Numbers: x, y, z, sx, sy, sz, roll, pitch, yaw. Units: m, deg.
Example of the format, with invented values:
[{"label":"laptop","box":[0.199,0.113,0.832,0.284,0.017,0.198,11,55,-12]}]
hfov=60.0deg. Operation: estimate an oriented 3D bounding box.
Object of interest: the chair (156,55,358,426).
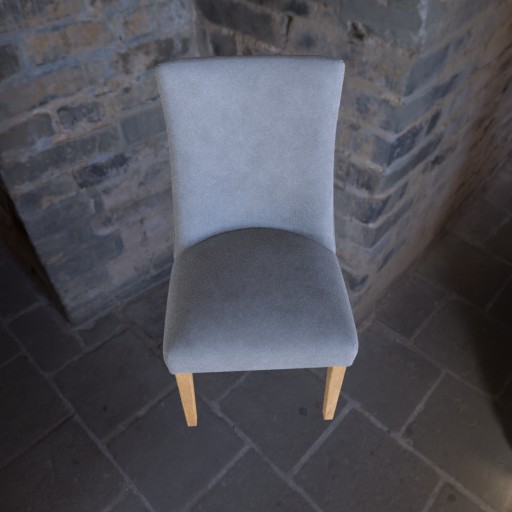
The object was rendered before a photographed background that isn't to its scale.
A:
[{"label":"chair","box":[0.000,0.000,1.257,0.495,0.902,0.610,-2,46,-2]}]
